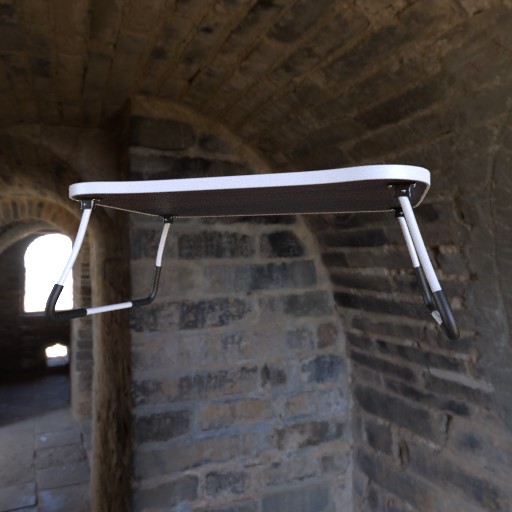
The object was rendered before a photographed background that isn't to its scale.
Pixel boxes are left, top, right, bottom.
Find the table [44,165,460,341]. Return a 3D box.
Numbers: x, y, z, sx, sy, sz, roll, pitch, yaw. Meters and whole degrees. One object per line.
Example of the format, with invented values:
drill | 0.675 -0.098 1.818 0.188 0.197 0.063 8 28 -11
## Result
table | 0.000 0.000 0.834 0.660 0.232 0.400 0 -1 17
